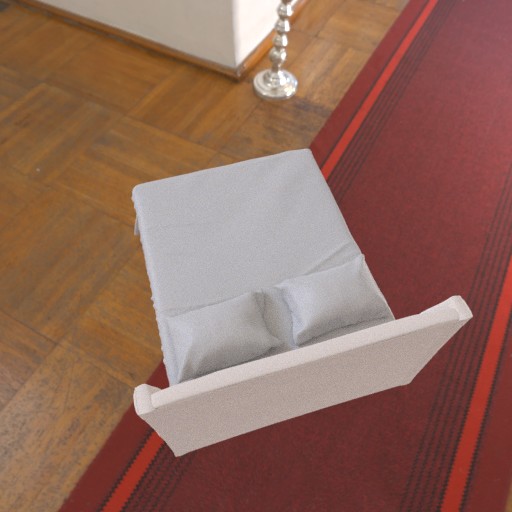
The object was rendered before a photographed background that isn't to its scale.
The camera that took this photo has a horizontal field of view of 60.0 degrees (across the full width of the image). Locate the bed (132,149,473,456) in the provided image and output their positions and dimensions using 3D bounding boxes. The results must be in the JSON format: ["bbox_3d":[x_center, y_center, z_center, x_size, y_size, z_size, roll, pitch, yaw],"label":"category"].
[{"bbox_3d":[0.000,0.000,3.466,1.925,1.332,2.276,-14,59,-9],"label":"bed"}]
